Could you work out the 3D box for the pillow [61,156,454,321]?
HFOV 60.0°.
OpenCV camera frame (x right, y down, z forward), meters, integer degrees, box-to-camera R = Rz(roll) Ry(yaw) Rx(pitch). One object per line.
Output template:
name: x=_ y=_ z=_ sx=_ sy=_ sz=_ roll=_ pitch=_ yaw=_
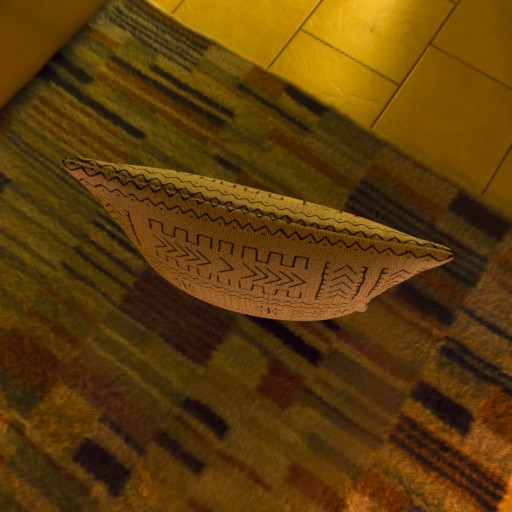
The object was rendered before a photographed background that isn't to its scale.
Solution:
pillow: x=0.000 y=0.000 z=0.671 sx=0.438 sy=0.430 sz=0.164 roll=14 pitch=76 yaw=4
